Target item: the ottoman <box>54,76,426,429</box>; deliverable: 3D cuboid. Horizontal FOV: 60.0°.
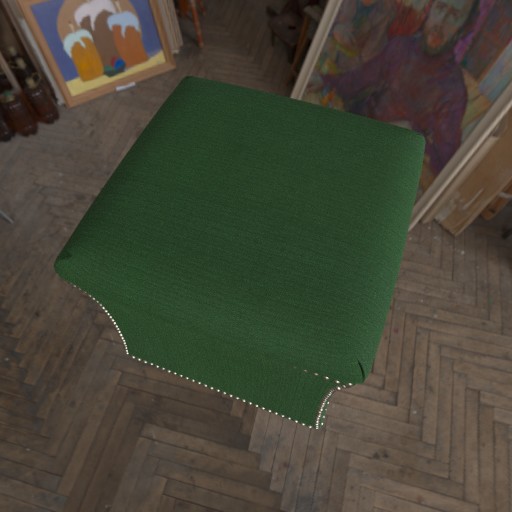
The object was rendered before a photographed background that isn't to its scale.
[{"bbox_3d":[0.000,0.000,0.907,0.507,0.475,0.497,18,61,11],"label":"ottoman"}]
